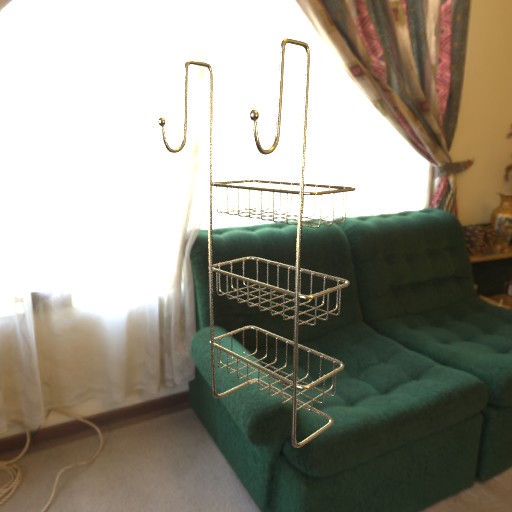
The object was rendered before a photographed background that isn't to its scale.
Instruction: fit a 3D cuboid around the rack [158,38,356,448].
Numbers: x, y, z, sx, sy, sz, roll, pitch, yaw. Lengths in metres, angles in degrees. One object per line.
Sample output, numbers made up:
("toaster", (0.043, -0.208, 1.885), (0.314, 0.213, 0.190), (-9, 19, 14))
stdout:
("rack", (0.000, 0.000, 0.682), (0.202, 0.574, 0.228), (-13, 19, -42))
